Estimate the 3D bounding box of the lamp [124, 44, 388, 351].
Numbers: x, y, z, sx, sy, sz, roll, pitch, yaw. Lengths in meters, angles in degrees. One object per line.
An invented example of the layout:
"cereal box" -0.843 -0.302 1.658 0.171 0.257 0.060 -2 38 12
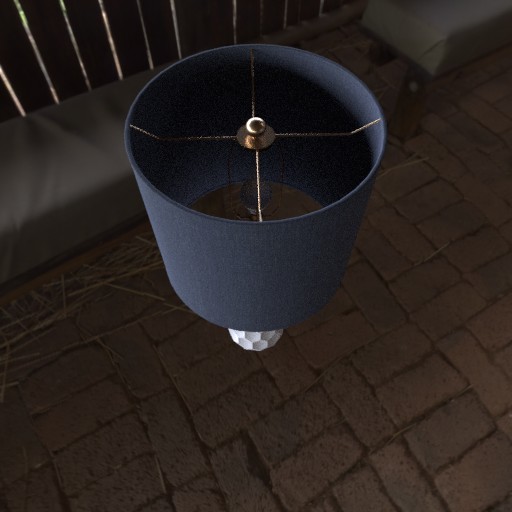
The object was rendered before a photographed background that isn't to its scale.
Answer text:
"lamp" 0.000 0.000 0.697 0.277 0.537 0.277 32 63 19
